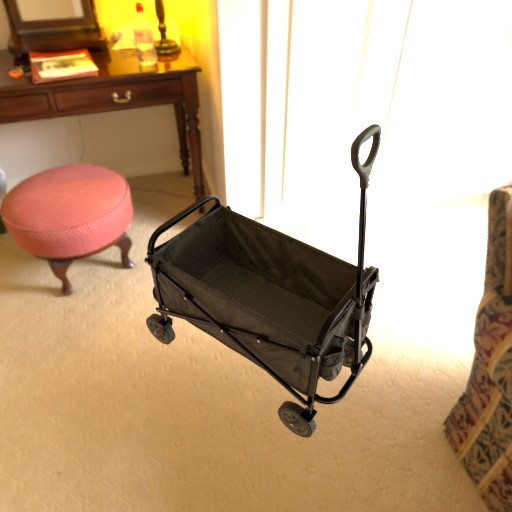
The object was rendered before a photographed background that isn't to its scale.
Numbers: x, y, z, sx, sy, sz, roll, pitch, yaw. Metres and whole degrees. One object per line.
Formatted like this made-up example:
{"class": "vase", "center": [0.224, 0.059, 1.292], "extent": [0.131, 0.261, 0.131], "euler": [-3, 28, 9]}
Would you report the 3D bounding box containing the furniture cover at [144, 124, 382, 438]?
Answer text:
{"class": "furniture cover", "center": [0.000, 0.000, 1.776], "extent": [1.038, 1.295, 0.532], "euler": [26, 48, 27]}
